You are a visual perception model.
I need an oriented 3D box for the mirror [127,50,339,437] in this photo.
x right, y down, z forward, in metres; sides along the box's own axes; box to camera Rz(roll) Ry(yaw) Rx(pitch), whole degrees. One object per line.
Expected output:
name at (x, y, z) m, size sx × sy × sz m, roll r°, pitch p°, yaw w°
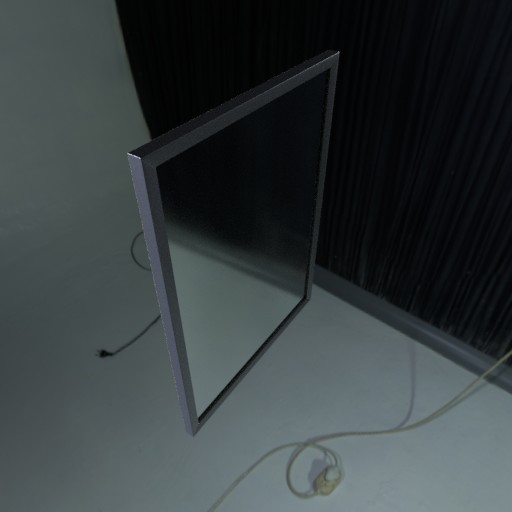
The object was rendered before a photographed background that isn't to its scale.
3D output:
mirror at (0.000, 0.000, 1.364) m, size 0.040 × 1.016 × 0.762 m, roll 25°, pitch 47°, yaw 26°
